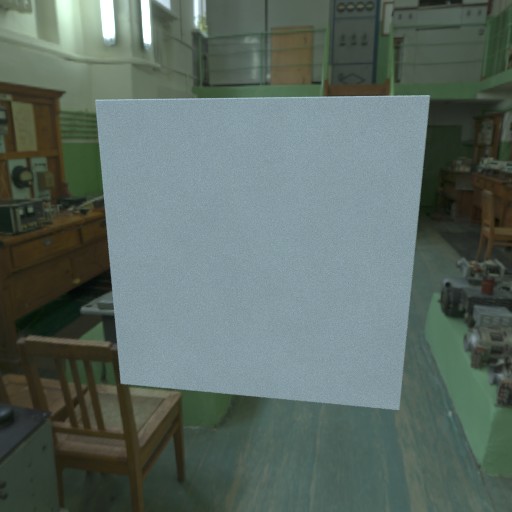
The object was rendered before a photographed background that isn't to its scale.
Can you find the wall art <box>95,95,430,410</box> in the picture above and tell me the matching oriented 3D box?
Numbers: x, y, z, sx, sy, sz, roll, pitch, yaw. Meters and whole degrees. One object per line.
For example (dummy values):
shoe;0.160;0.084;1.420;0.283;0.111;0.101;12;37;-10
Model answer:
wall art;0.000;0.000;0.457;0.305;0.305;0.038;3;15;9
